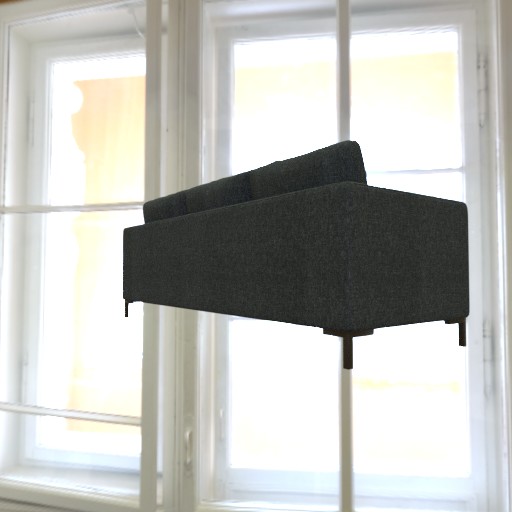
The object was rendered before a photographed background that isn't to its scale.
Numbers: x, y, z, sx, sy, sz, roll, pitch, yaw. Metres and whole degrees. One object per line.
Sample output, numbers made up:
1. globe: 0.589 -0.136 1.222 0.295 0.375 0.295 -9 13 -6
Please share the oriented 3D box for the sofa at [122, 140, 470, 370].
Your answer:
1. sofa: 0.000 0.000 2.687 0.859 0.874 2.218 1 -2 -37
